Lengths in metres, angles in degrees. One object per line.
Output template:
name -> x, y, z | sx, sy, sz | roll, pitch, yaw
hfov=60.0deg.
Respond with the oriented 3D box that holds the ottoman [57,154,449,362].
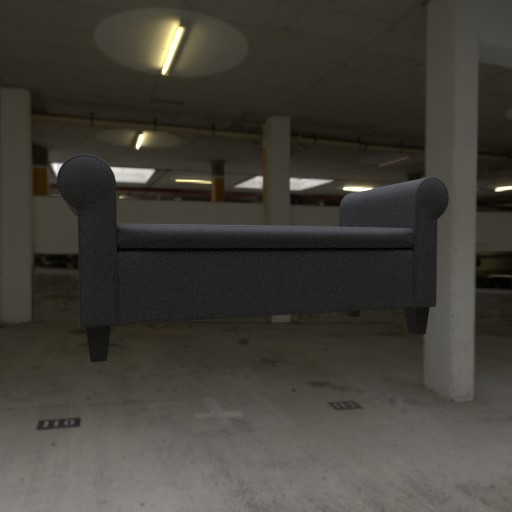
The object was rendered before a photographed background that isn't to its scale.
ottoman -> 0.000, 0.000, 1.576 | 1.256, 0.547, 0.521 | 0, 1, -20
